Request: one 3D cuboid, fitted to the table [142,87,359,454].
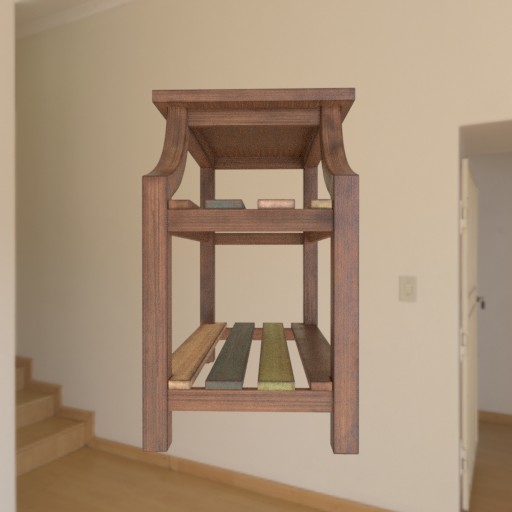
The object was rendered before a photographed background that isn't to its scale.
[{"bbox_3d":[0.000,0.000,0.947,0.356,0.584,0.609,0,0,2],"label":"table"}]
